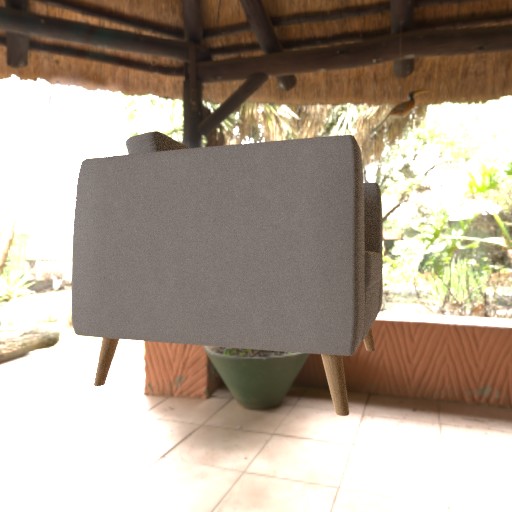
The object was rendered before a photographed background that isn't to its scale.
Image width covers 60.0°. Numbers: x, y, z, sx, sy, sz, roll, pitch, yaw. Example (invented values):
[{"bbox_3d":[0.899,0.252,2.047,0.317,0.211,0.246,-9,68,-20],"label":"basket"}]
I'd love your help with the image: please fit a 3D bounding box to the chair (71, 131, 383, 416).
[{"bbox_3d":[0.000,0.000,1.743,0.930,0.860,1.000,0,0,20],"label":"chair"}]
